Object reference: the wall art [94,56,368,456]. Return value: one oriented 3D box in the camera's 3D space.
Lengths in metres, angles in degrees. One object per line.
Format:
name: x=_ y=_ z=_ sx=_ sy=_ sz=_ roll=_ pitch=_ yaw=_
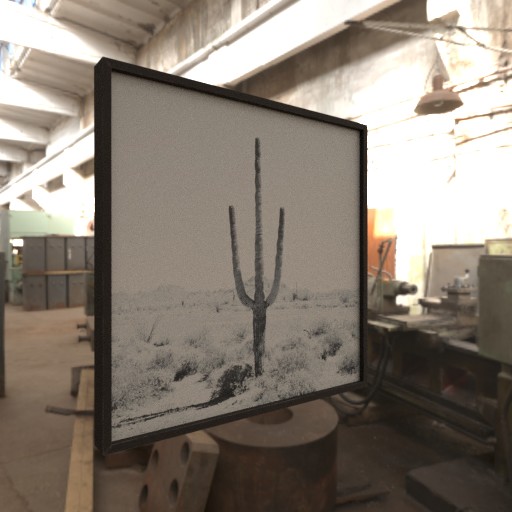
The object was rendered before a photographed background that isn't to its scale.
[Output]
wall art: x=0.000 y=0.000 z=0.728 sx=0.508 sy=0.508 sz=0.038 roll=0 pitch=0 yaw=-36
